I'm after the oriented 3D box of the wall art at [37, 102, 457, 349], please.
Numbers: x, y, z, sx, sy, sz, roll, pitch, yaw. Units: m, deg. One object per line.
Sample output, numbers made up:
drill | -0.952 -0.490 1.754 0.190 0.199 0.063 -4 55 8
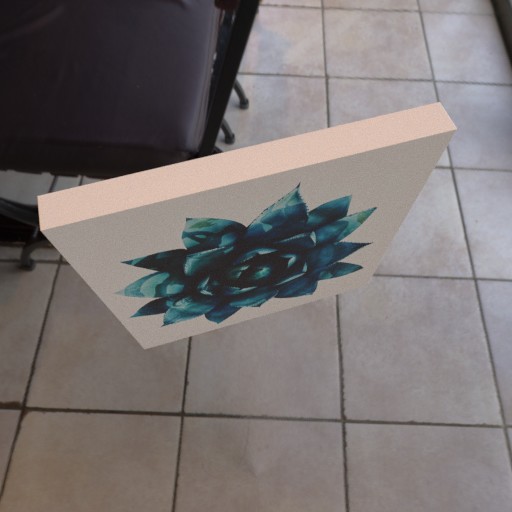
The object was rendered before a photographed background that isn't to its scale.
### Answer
wall art | 0.000 0.000 0.604 0.406 0.406 0.038 -15 64 -7
